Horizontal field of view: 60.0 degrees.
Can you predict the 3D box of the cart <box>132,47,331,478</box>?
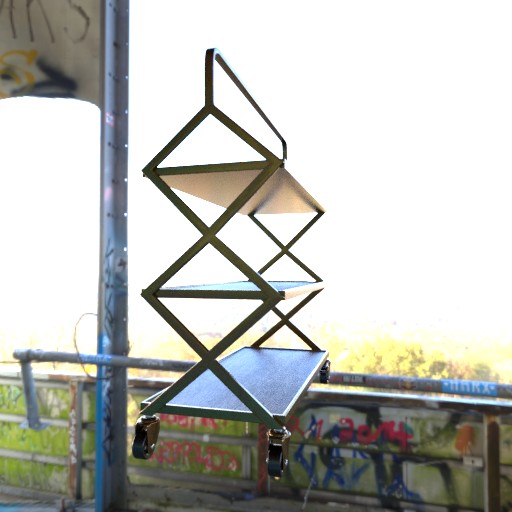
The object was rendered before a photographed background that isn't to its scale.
[{"bbox_3d":[0.000,0.000,1.160,0.313,0.805,0.723,0,-2,16],"label":"cart"}]
